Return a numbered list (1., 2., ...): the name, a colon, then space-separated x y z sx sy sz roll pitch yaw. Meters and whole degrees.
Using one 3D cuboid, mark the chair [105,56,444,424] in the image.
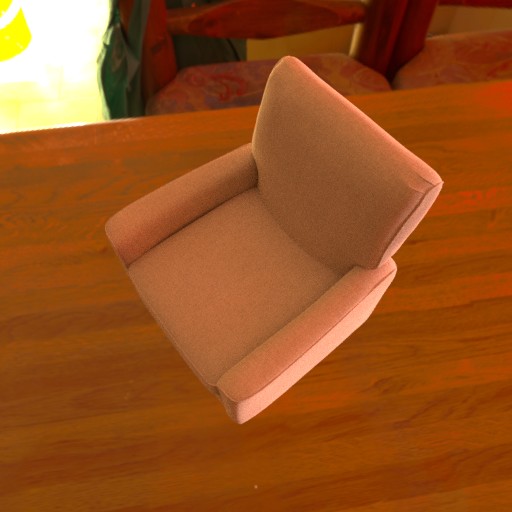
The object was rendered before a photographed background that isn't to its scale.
1. chair: 0.000 0.000 1.671 0.859 1.023 0.845 -35 68 -17
